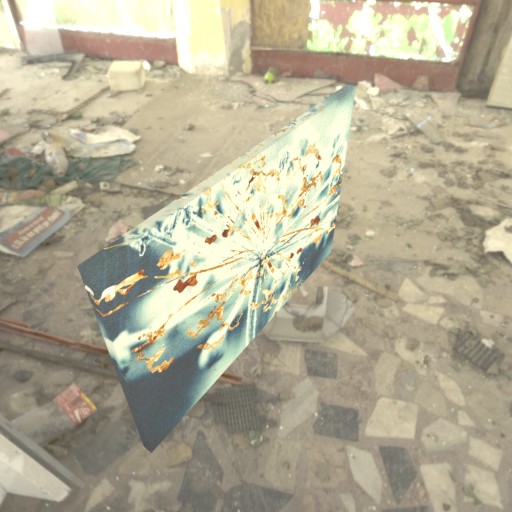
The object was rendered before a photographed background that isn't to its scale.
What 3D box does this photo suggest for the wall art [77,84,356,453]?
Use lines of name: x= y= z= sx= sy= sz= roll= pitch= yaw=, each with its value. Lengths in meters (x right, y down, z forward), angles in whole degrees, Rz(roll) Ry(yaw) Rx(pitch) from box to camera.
wall art: x=0.000 y=0.000 z=1.445 sx=0.035 sy=0.759 sz=1.138 roll=25 pitch=48 yaw=26
